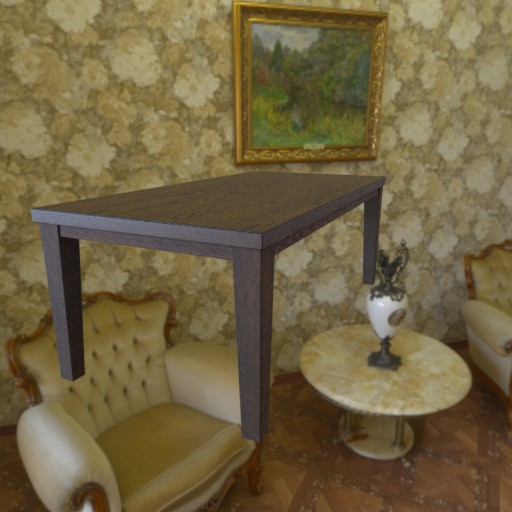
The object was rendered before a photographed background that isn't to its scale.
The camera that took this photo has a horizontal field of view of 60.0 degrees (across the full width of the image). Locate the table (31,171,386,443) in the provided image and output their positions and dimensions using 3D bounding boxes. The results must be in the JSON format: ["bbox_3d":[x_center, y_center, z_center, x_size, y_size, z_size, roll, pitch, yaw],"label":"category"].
[{"bbox_3d":[0.000,0.000,2.494,1.016,0.762,1.981,7,17,25],"label":"table"}]
